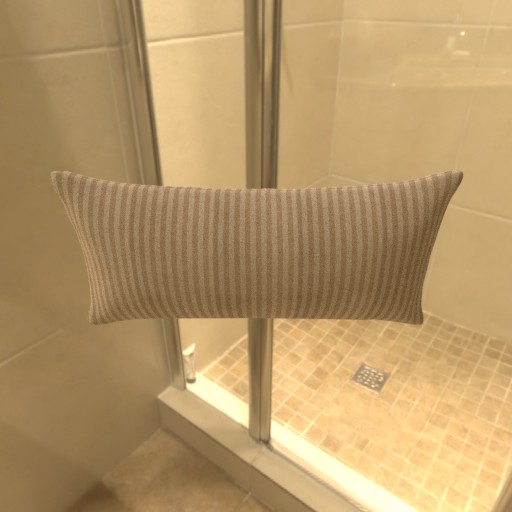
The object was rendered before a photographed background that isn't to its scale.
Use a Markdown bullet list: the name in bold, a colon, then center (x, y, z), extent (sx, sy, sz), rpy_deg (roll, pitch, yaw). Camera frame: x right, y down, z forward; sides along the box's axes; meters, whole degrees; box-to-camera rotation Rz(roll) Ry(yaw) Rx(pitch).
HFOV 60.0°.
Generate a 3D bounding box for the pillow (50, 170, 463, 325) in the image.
- **pillow**: center (0.000, 0.000, 0.734), extent (0.617, 0.295, 0.151), rpy_deg (0, 31, 0)
